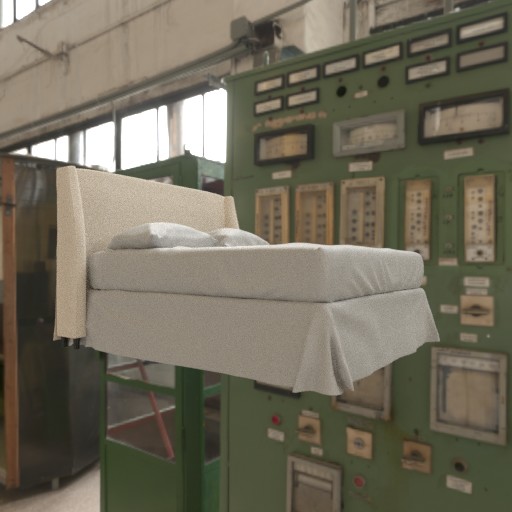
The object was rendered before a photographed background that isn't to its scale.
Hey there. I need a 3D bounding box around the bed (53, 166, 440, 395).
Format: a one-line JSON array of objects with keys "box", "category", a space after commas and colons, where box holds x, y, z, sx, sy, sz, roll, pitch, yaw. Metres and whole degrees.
[{"box": [0.000, 0.000, 3.341, 2.276, 1.332, 1.925, -1, -1, 36], "category": "bed"}]
